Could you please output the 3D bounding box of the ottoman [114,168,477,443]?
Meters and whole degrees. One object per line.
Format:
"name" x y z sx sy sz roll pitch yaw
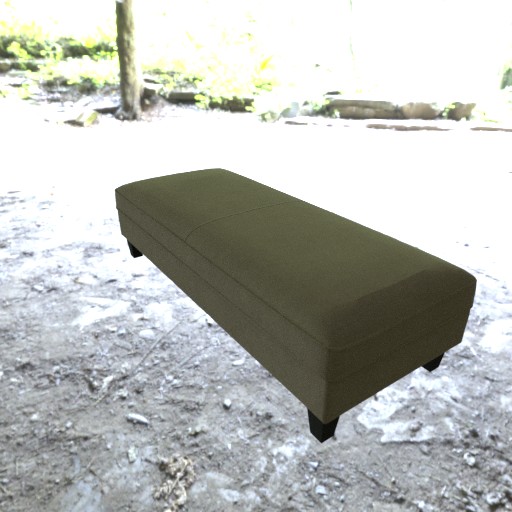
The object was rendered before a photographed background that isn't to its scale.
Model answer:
"ottoman" 0.000 0.000 2.024 0.735 0.460 1.726 -17 31 -31
